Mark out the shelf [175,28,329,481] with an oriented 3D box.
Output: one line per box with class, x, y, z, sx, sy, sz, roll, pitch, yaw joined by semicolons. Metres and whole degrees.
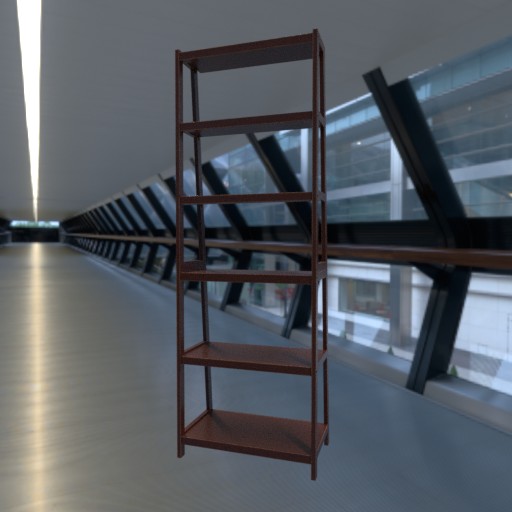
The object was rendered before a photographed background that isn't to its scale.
shelf;0.000;0.000;2.135;0.660;1.892;0.381;1;2;18
